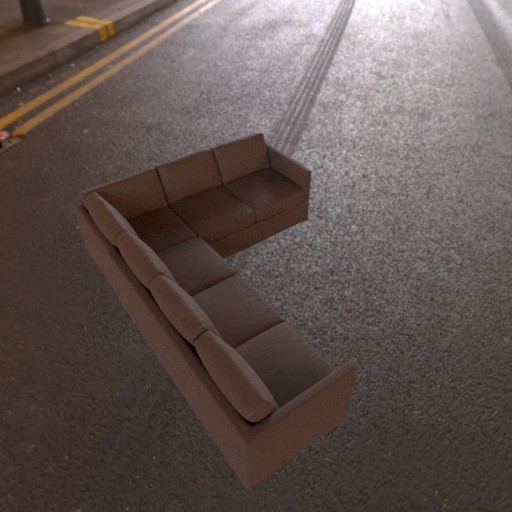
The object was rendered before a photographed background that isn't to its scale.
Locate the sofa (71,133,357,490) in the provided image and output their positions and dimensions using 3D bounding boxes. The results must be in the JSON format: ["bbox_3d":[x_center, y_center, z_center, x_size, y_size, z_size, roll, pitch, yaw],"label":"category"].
[{"bbox_3d":[0.000,0.000,4.268,2.432,0.871,3.182,-25,47,-26],"label":"sofa"}]
